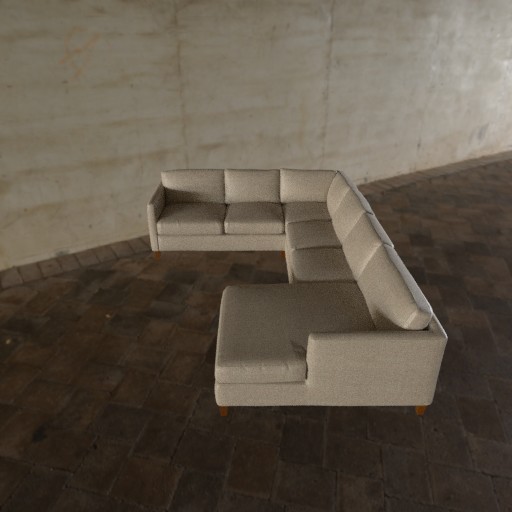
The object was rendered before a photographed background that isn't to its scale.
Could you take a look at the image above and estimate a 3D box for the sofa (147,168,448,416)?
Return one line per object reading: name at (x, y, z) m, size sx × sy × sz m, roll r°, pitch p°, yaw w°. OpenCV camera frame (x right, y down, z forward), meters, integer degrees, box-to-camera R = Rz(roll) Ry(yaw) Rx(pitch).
sofa at (0.000, 0.000, 4.574) m, size 2.594 × 0.961 × 3.460 m, roll 0°, pitch 28°, yaw 0°
